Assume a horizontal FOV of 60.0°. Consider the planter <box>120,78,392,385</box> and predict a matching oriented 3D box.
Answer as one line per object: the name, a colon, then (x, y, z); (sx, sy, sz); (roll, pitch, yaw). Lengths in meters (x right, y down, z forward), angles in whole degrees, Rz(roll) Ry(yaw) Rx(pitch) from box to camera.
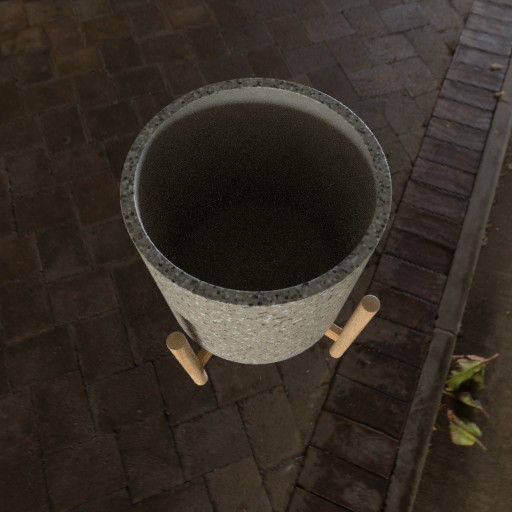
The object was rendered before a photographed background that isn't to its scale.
planter: (0.000, 0.000, 0.687); (0.360, 0.419, 0.360); (-31, 69, -13)
